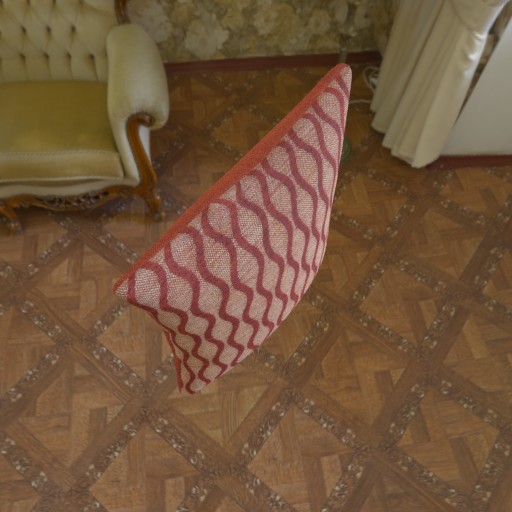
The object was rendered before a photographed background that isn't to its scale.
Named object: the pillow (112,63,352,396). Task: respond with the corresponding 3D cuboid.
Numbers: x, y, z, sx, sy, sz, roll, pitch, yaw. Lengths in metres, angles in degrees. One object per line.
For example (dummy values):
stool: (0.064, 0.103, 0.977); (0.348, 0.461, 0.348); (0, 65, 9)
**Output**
pillow: (0.000, 0.000, 0.689); (0.159, 0.434, 0.429); (32, 64, 18)
